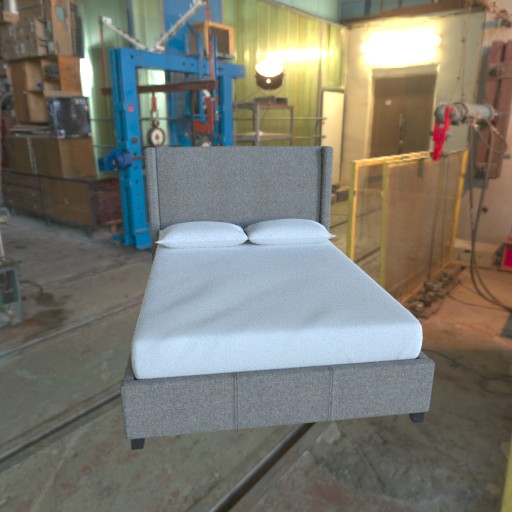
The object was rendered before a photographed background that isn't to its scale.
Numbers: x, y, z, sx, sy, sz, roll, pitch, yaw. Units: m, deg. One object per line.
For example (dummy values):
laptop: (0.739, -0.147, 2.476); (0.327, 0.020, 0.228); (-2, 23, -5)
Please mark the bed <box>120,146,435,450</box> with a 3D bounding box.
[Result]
bed: (0.000, 0.000, 3.318); (1.714, 1.481, 2.245); (-2, 17, -8)
